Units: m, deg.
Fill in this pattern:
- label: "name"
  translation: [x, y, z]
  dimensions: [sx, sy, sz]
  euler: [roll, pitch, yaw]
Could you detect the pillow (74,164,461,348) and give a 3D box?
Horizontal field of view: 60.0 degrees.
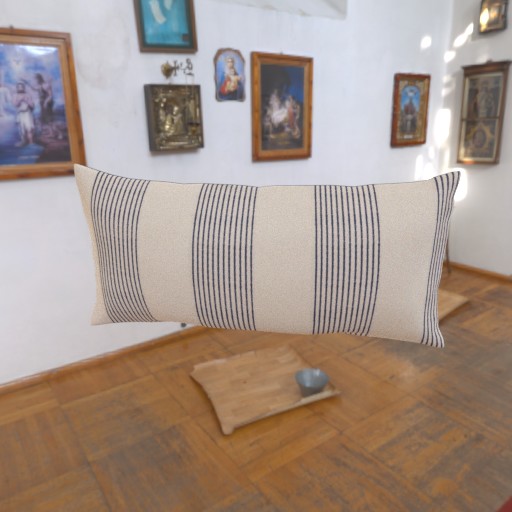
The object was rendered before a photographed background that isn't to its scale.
- label: "pillow"
  translation: [0.000, 0.000, 0.719]
  dimensions: [0.610, 0.287, 0.151]
  euler: [2, 16, 9]
